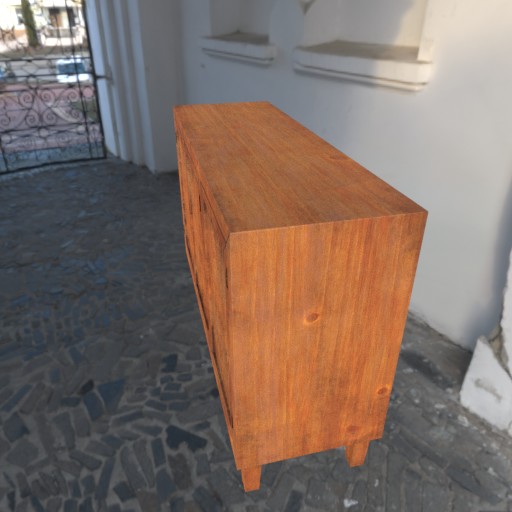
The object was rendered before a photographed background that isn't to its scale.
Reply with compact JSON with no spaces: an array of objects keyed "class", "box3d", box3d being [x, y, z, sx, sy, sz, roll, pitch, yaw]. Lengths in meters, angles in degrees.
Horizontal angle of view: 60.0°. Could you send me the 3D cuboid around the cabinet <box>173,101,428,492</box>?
[{"class":"cabinet","box3d":[0.000,0.000,1.539,0.403,0.805,1.204,-7,30,-12]}]
